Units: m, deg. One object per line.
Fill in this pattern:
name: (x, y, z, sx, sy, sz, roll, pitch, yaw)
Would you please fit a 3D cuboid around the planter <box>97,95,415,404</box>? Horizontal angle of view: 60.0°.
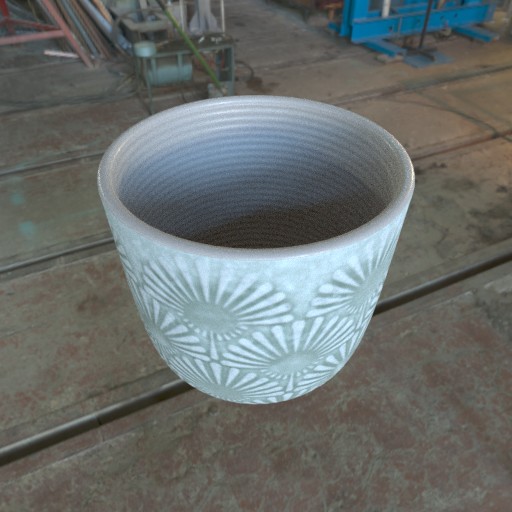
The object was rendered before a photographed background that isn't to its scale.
planter: (0.000, 0.000, 0.214, 0.124, 0.109, 0.124, 0, 42, 0)
